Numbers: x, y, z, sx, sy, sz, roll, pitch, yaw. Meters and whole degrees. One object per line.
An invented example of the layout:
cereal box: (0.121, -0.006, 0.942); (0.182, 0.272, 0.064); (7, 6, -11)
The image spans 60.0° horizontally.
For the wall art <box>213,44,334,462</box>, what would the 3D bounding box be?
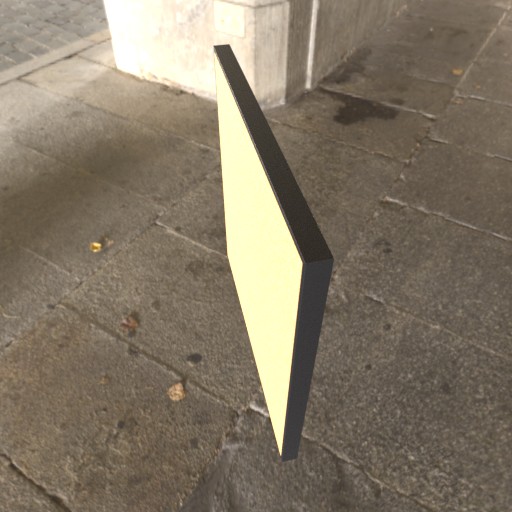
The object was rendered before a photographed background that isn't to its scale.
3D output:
wall art: (0.000, 0.000, 1.142); (0.042, 0.766, 0.769); (-10, 47, -9)
